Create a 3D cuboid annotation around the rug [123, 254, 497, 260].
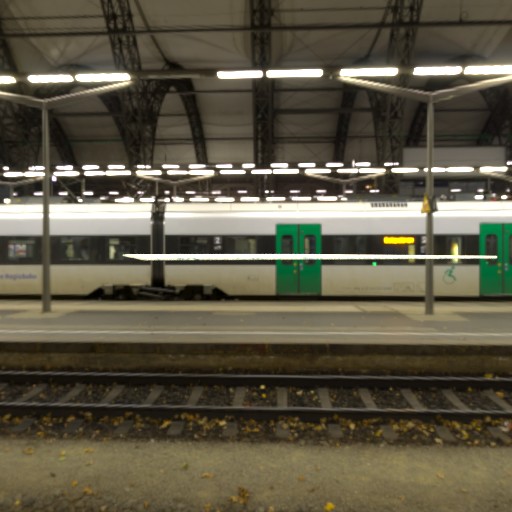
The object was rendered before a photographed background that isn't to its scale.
[{"bbox_3d":[0.000,0.000,2.280,1.260,0.009,1.820,0,0,-18],"label":"rug"}]
